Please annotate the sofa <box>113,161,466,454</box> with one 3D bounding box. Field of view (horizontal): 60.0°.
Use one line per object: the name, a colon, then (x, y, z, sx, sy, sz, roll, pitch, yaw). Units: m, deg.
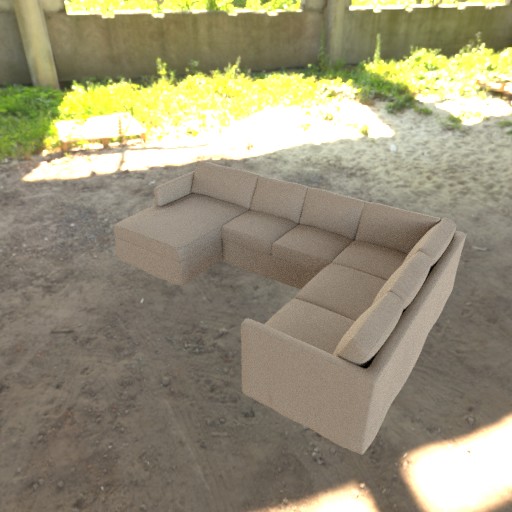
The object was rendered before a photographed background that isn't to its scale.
sofa: (0.000, 0.000, 4.534, 3.528, 0.878, 2.476, 19, 35, 29)
